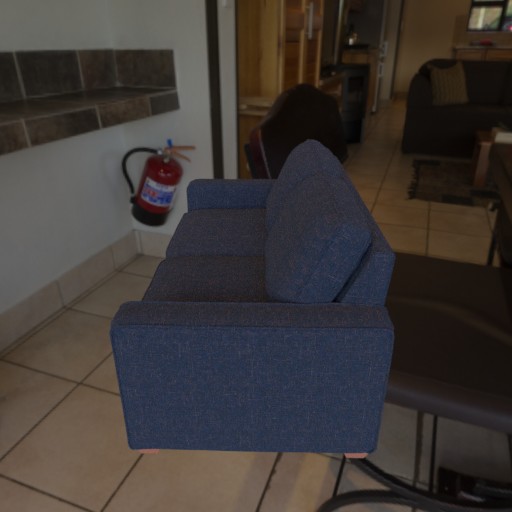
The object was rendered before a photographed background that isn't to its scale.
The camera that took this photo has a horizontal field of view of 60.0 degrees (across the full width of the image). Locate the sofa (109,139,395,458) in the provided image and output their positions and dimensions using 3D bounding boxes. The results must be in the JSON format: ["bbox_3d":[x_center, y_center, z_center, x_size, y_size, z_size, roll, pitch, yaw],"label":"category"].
[{"bbox_3d":[0.000,0.000,2.221,0.947,0.918,1.709,1,26,1],"label":"sofa"}]
